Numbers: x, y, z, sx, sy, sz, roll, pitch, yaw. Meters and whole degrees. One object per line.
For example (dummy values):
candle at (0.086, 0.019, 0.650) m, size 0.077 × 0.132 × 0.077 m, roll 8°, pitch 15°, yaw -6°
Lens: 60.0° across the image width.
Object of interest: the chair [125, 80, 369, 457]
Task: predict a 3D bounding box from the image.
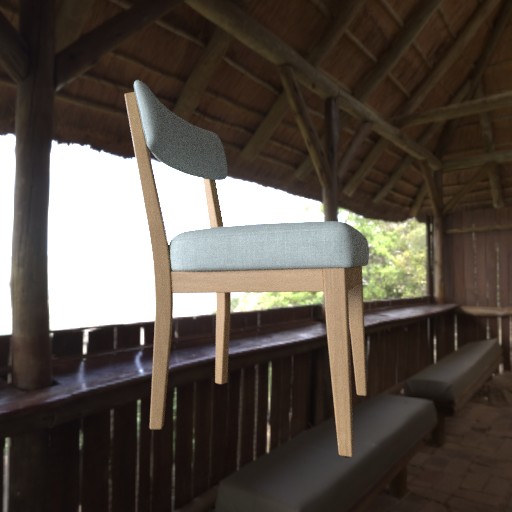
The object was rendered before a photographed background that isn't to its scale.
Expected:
chair at (0.000, 0.000, 1.198) m, size 0.572 × 0.832 × 0.508 m, roll 0°, pitch -1°, yaw 18°
